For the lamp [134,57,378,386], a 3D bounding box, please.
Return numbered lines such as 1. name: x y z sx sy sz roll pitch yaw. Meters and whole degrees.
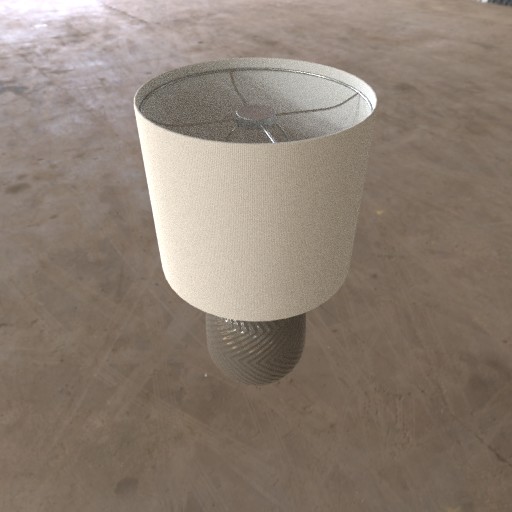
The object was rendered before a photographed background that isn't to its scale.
1. lamp: 0.000 0.000 0.498 0.207 0.366 0.207 -10 41 -12
